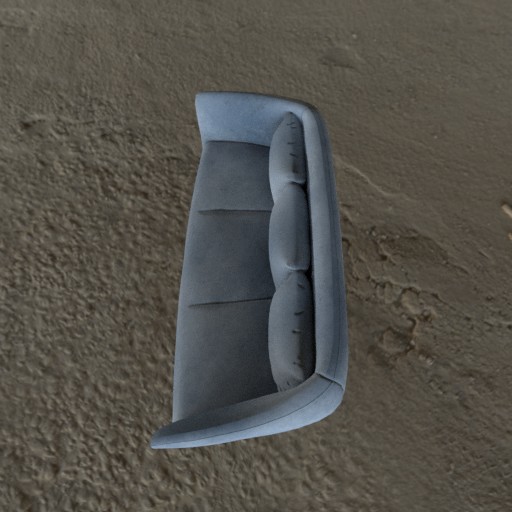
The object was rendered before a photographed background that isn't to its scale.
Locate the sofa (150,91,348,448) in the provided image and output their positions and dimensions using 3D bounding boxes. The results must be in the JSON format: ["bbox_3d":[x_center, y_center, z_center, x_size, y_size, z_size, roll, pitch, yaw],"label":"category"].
[{"bbox_3d":[0.000,0.000,2.515,0.849,0.795,2.095,1,59,1],"label":"sofa"}]
